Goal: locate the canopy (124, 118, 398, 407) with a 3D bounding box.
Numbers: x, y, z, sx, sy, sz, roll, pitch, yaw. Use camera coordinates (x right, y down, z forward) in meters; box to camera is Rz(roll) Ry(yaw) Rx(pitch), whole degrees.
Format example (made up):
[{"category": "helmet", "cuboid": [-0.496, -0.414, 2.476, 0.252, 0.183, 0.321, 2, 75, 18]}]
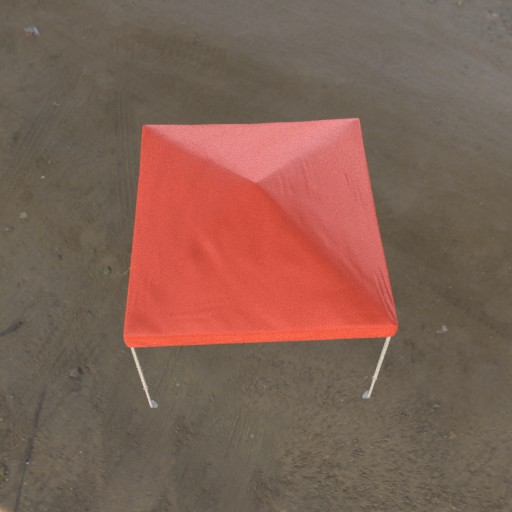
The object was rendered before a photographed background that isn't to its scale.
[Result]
[{"category": "canopy", "cuboid": [0.000, 0.000, 5.099, 2.849, 2.850, 2.850, -2, 64, -1]}]
